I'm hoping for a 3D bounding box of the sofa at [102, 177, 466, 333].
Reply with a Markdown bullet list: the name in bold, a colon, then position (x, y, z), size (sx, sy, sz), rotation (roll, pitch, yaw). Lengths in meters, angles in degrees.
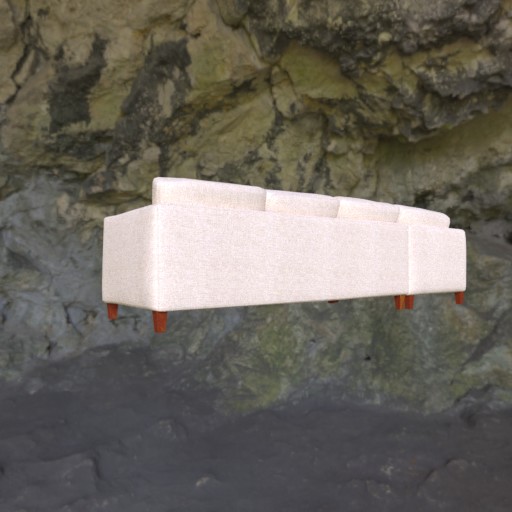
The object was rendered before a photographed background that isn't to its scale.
- **sofa**: position (0.000, 0.000, 4.413), size (3.302, 0.947, 2.593), rotation (1, -2, -36)
